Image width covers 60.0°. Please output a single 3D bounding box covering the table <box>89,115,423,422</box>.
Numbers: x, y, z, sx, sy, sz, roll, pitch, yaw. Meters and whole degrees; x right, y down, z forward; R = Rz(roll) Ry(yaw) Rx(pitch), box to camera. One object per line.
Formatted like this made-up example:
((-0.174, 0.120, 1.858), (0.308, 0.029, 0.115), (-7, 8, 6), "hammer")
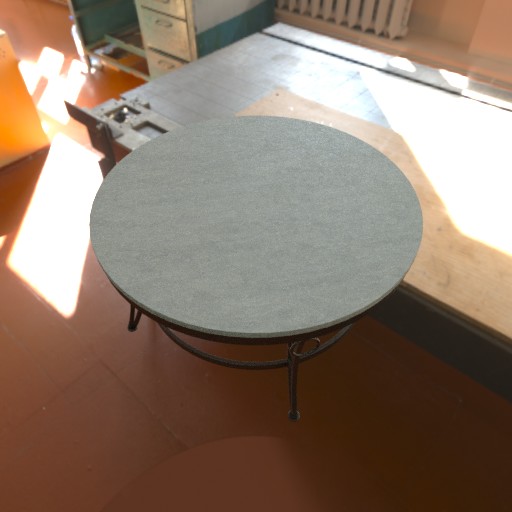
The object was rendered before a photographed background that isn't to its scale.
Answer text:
((0.000, 0.000, 1.387), (0.889, 0.470, 0.889), (0, 46, 0), "table")
